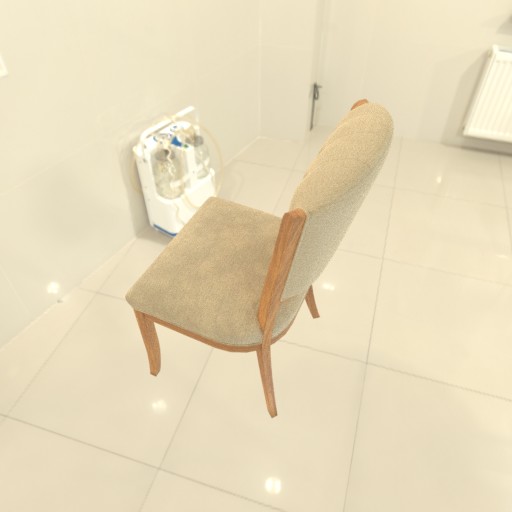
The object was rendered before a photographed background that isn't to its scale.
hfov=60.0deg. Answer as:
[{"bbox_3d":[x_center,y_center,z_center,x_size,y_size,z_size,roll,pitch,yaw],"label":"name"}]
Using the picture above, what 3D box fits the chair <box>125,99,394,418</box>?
[{"bbox_3d":[0.000,0.000,1.276,0.584,0.905,0.513,18,48,17],"label":"chair"}]
